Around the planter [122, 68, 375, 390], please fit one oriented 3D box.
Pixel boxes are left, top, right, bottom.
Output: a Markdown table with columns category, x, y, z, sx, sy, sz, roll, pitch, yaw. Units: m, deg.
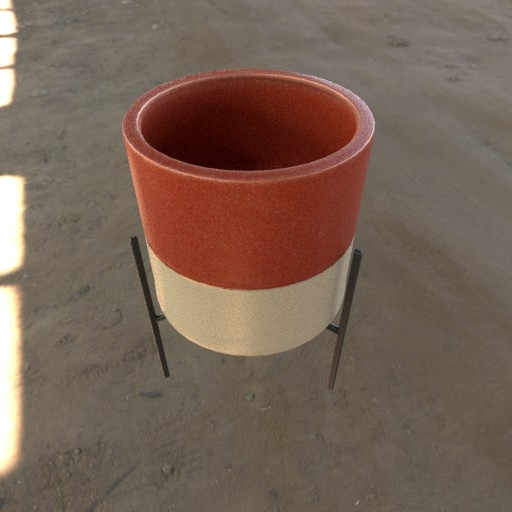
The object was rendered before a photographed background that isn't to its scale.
| category | x | y | z | sx | sy | sz | roll | pitch | yaw |
| --- | --- | --- | --- | --- | --- | --- | --- | --- | --- |
| planter | 0.000 | 0.000 | 0.529 | 0.251 | 0.354 | 0.235 | 26 | 48 | 26 |
